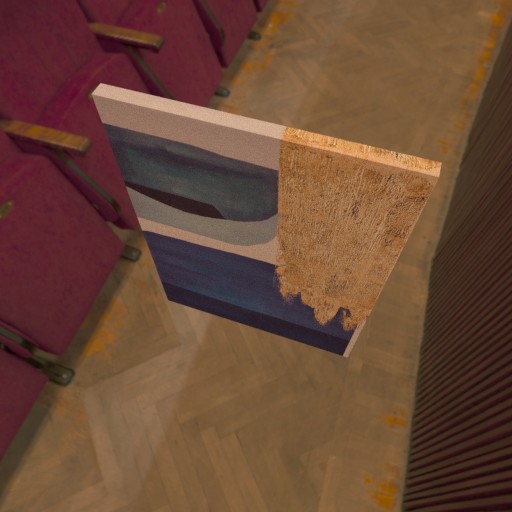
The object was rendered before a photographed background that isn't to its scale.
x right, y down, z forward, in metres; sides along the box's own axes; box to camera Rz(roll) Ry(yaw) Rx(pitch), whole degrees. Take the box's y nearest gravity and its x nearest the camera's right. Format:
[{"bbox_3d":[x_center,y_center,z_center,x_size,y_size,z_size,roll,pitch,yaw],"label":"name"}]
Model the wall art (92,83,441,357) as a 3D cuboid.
[{"bbox_3d":[0.000,0.000,0.820,0.458,0.613,0.026,16,59,10],"label":"wall art"}]
